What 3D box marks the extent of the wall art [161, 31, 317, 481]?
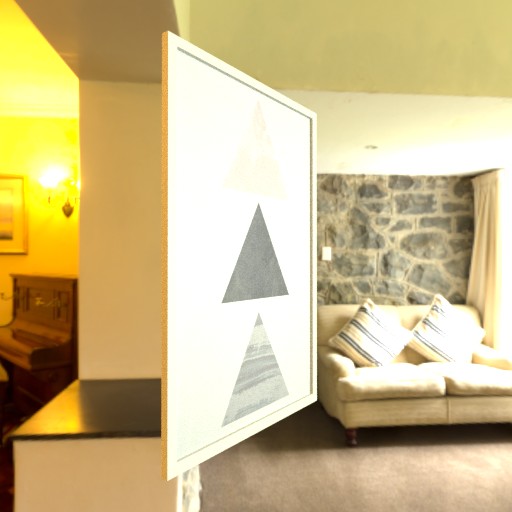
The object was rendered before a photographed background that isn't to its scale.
[{"bbox_3d":[0.000,0.000,0.833,0.013,0.656,0.456,0,-1,36],"label":"wall art"}]
